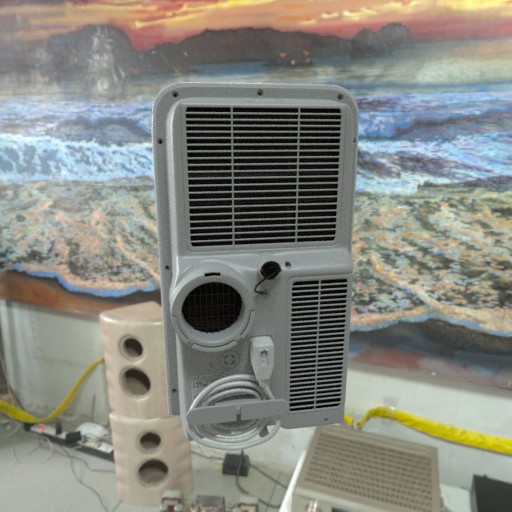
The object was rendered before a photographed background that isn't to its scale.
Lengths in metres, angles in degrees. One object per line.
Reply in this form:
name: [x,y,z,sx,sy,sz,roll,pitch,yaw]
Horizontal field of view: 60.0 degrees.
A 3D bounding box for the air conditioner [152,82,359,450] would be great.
air conditioner: [0.000,0.000,1.054,0.449,0.786,0.414,-3,16,-10]
